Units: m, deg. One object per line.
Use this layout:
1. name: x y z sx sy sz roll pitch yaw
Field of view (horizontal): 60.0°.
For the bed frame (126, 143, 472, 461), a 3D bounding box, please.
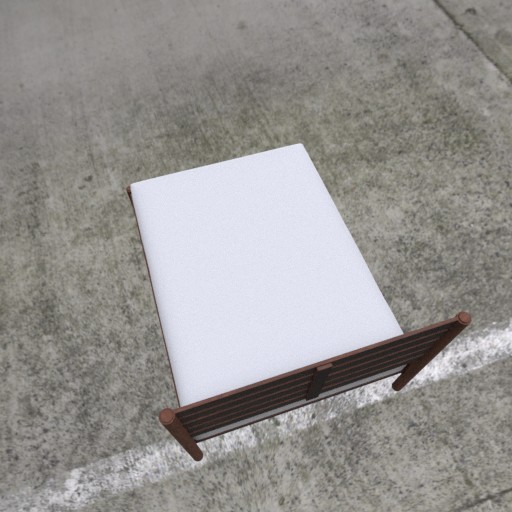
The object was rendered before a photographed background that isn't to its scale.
1. bed frame: 0.000 0.000 3.274 1.655 1.321 2.234 -16 60 -9
